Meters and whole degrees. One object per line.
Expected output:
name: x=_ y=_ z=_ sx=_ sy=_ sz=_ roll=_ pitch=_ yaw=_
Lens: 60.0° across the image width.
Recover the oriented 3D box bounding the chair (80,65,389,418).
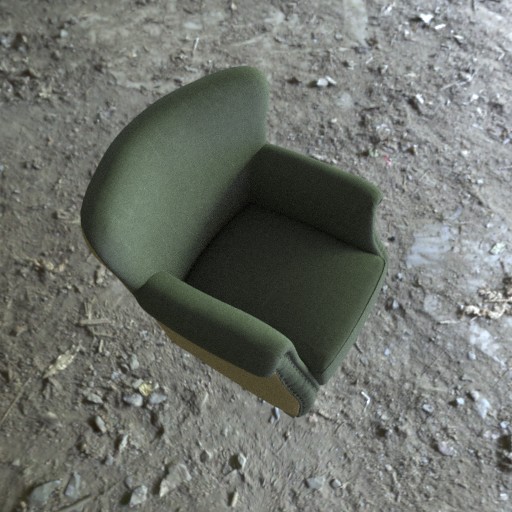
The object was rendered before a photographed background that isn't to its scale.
chair: x=0.000 y=0.000 z=1.657 sx=0.921 sy=0.936 sz=0.861 roll=29 pitch=63 yaw=16
